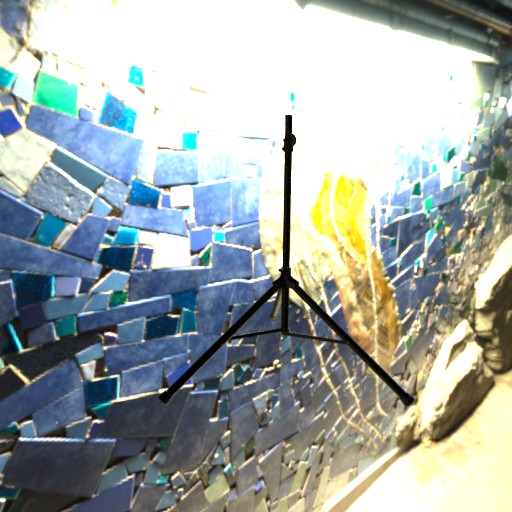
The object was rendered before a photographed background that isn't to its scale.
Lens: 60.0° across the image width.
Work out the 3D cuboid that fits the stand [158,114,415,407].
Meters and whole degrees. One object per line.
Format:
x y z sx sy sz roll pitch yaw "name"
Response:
0.000 0.000 1.860 0.907 1.136 1.045 -9 18 -28 "stand"
